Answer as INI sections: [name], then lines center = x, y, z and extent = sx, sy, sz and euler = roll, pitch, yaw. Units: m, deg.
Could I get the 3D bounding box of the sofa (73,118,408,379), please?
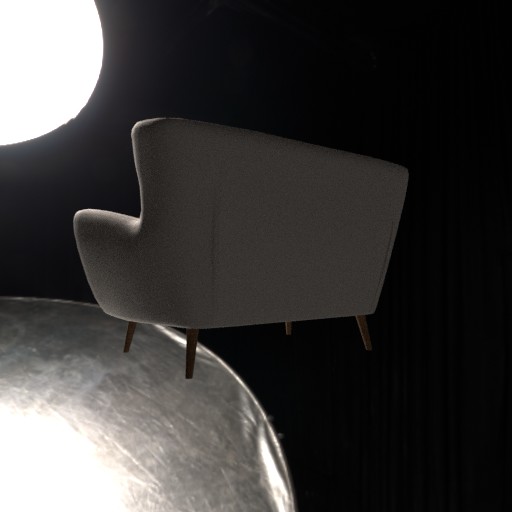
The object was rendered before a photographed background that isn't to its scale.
[sofa]
center = 0.000, 0.000, 2.036
extent = 1.424, 0.878, 0.921
euler = 1, -2, -35
